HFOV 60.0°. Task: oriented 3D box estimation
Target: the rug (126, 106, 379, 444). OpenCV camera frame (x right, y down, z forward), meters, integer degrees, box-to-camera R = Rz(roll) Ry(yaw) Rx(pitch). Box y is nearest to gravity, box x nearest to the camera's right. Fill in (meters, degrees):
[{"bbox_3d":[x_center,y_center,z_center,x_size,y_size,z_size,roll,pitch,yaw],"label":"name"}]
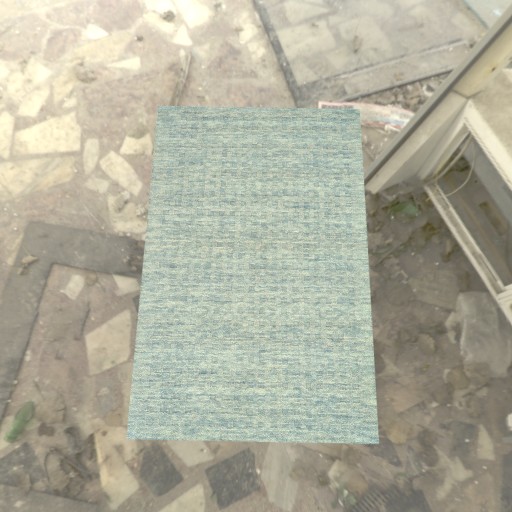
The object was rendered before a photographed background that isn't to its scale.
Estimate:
[{"bbox_3d":[0.000,0.000,2.257,1.142,0.006,1.752,1,73,0],"label":"rug"}]
